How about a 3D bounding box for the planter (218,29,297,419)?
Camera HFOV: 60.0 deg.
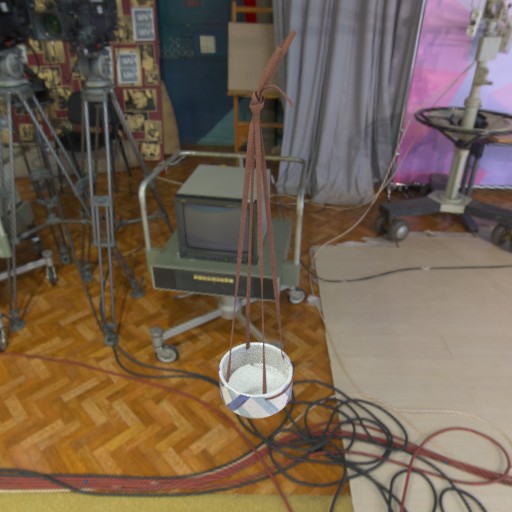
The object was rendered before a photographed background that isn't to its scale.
[{"bbox_3d":[0.000,0.000,0.820,0.166,0.751,0.166,-22,38,-31],"label":"planter"}]
